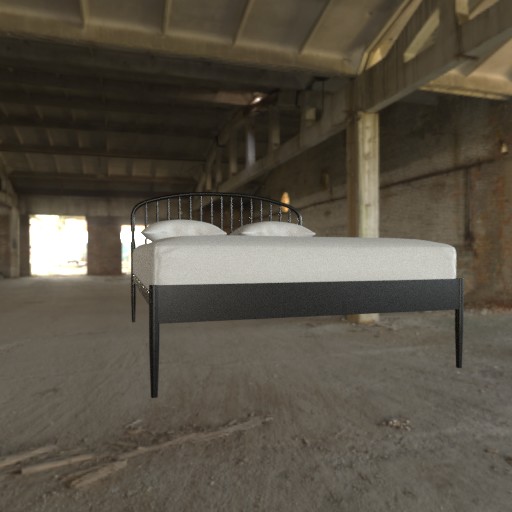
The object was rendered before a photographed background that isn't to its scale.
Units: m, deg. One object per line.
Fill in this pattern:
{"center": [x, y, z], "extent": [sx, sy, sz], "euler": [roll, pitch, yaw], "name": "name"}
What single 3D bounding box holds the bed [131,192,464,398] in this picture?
{"center": [0.000, 0.000, 3.103], "extent": [1.618, 1.166, 2.159], "euler": [0, 0, -18], "name": "bed"}
